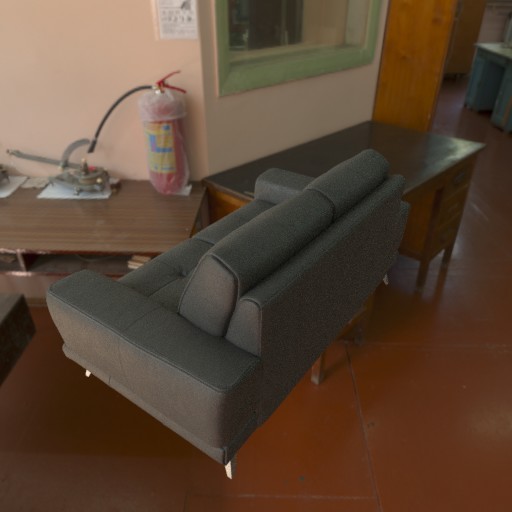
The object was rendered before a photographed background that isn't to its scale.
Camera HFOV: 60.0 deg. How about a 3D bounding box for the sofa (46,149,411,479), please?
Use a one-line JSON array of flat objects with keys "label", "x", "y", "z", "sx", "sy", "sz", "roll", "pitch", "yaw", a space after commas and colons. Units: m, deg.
[{"label": "sofa", "x": 0.000, "y": 0.000, "z": 2.304, "sx": 1.018, "sy": 0.907, "sz": 1.806, "roll": 21, "pitch": 38, "yaw": 30}]
